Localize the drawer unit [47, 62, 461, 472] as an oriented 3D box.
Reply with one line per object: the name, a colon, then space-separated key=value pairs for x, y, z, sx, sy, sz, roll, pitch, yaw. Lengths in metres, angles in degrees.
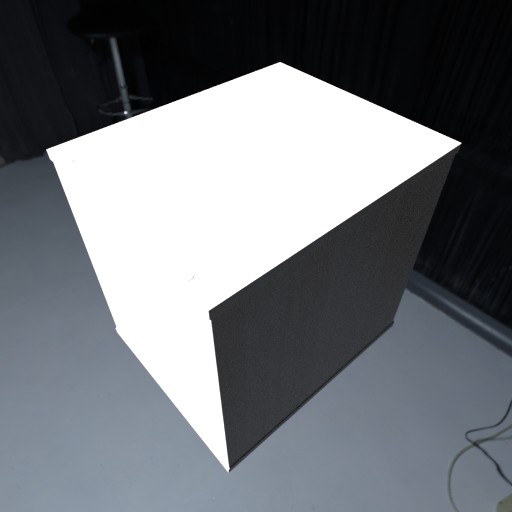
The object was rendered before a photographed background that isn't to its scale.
drawer unit: x=0.000 y=0.000 z=0.607 sx=0.349 sy=0.344 sz=0.290 roll=-32 pitch=54 yaw=-28
